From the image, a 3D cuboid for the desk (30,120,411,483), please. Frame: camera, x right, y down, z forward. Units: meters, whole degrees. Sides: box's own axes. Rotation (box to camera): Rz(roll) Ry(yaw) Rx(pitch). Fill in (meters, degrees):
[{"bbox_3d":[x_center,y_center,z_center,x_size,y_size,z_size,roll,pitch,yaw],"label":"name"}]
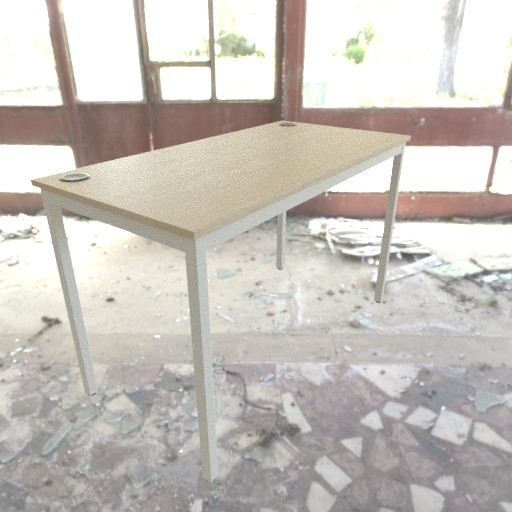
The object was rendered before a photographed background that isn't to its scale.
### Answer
[{"bbox_3d":[0.000,0.000,1.609,0.600,0.750,1.200,18,31,33],"label":"desk"}]
